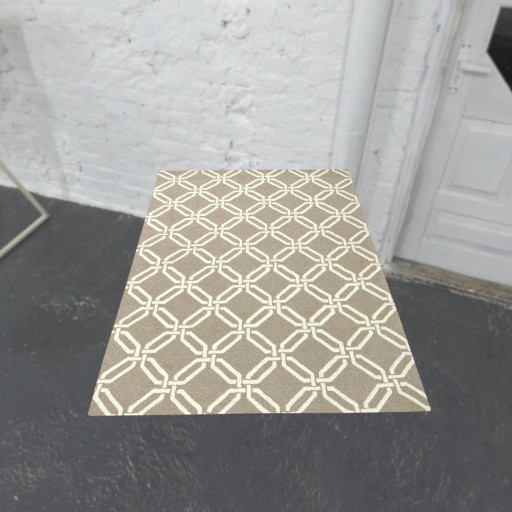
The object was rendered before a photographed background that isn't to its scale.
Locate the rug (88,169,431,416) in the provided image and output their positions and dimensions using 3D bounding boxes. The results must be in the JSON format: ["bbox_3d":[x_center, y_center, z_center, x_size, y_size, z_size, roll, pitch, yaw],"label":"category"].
[{"bbox_3d":[0.000,0.000,4.429,2.441,0.020,3.419,-1,41,-1],"label":"rug"}]
